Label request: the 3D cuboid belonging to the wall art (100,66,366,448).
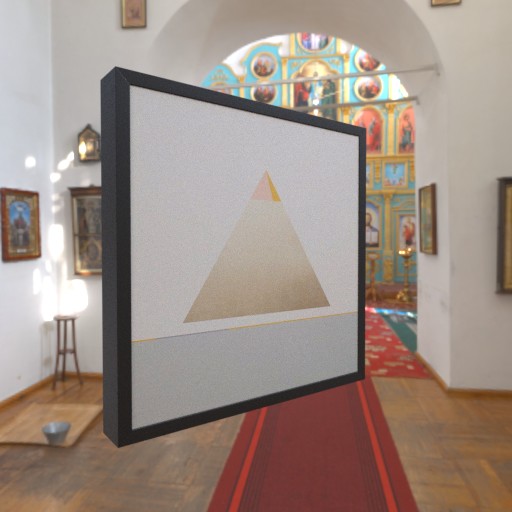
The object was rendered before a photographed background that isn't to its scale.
[{"bbox_3d":[0.000,0.000,0.457,0.304,0.303,0.037,-1,2,-37],"label":"wall art"}]
